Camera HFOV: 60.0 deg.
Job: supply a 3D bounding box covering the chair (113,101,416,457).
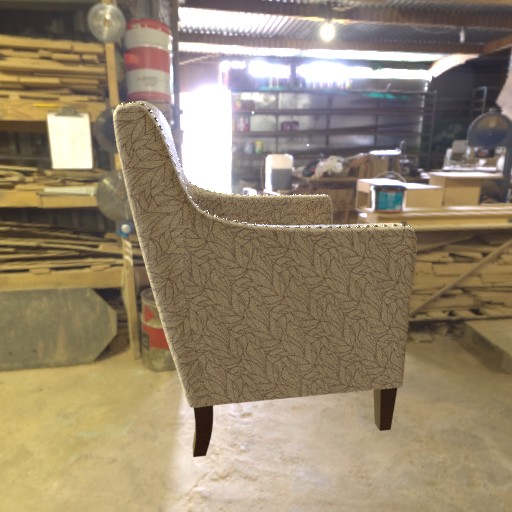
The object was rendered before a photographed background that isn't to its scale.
[{"bbox_3d":[0.000,0.000,1.269,0.651,0.816,0.623,-2,15,-9],"label":"chair"}]
